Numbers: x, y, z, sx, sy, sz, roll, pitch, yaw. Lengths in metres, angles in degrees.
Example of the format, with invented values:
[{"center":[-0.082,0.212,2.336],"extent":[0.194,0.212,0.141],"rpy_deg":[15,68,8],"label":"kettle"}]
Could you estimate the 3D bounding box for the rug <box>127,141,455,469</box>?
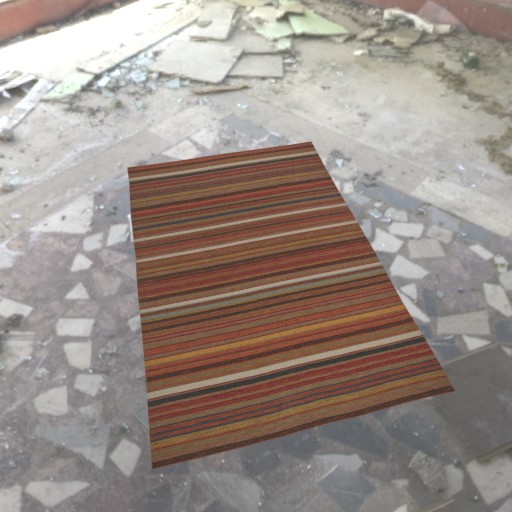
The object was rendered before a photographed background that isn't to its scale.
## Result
[{"center":[0.000,0.000,2.282],"extent":[1.217,0.007,1.828],"rpy_deg":[-10,49,-9],"label":"rug"}]
